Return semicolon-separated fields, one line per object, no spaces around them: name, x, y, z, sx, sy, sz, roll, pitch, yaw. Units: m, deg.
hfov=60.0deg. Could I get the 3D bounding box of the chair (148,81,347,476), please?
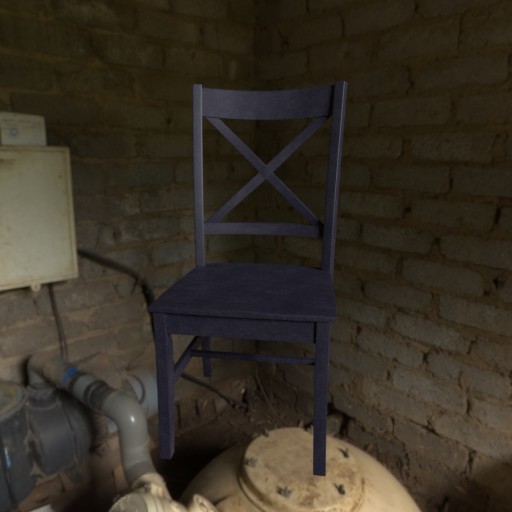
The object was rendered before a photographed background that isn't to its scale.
chair;0.000;0.000;1.263;0.485;0.983;0.542;2;14;9
